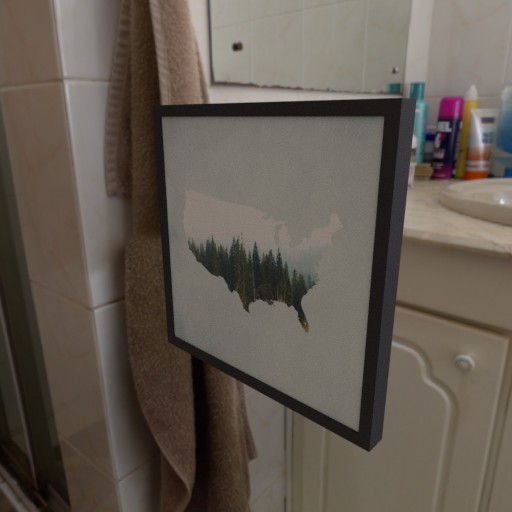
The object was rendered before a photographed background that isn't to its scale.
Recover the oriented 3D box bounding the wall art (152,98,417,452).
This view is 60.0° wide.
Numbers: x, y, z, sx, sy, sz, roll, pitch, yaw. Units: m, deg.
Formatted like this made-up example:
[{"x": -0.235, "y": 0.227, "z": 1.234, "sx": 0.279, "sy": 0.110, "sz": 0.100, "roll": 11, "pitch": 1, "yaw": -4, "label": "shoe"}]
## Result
[{"x": 0.000, "y": 0.000, "z": 0.778, "sx": 0.509, "sy": 0.509, "sz": 0.040, "roll": 16, "pitch": 23, "yaw": 41, "label": "wall art"}]
